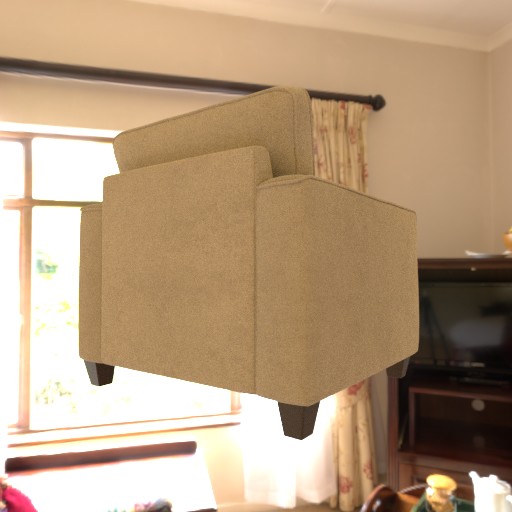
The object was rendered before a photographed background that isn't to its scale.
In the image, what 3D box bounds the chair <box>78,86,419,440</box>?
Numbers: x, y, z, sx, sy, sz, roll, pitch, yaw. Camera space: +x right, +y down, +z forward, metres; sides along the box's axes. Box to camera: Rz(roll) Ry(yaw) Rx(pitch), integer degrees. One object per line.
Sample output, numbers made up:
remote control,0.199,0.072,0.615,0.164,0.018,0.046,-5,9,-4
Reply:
chair,0.000,0.000,1.737,1.015,0.965,0.939,-1,-2,36
